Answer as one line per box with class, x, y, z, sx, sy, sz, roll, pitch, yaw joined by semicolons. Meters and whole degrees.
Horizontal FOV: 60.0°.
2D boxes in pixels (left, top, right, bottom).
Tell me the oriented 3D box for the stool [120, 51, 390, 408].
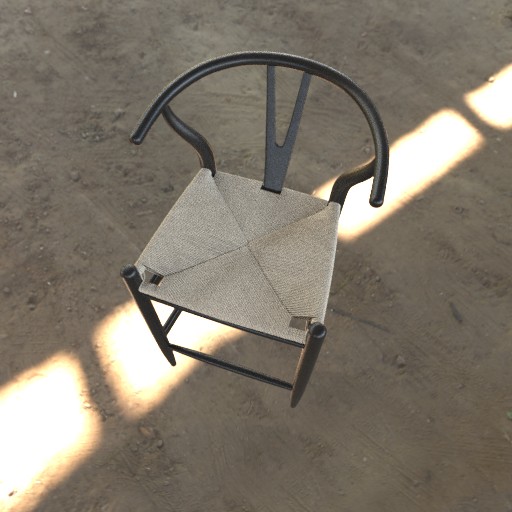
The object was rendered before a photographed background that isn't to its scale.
stool;0.000;0.000;1.328;0.569;0.970;0.579;16;61;9
